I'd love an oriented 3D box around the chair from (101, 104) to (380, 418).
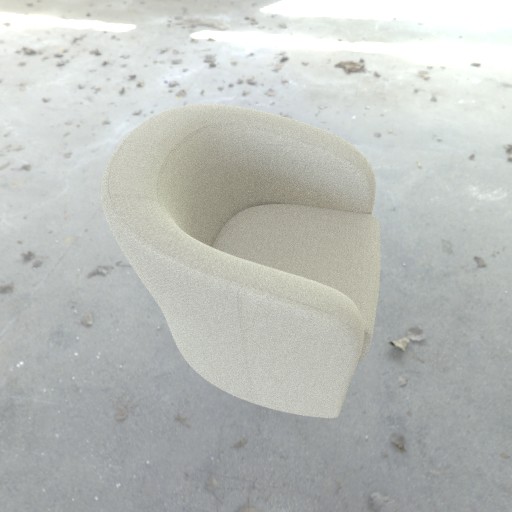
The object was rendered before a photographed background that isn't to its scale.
[{"bbox_3d":[0.000,0.000,1.478,0.815,0.771,0.791,10,46,9],"label":"chair"}]
